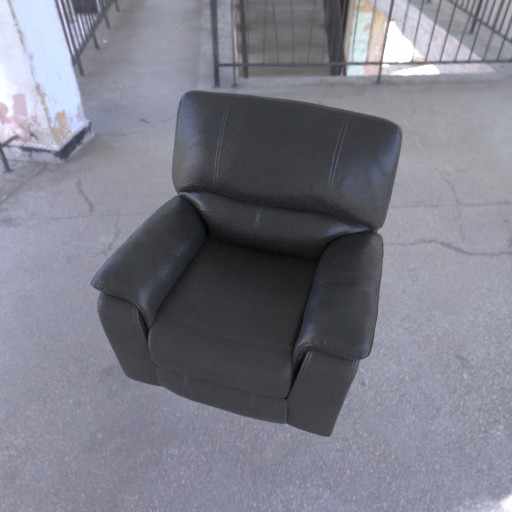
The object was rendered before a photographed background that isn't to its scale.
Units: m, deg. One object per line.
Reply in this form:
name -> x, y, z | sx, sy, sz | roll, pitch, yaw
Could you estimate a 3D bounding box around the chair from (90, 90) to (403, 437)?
chair -> 0.000, 0.000, 1.979 | 1.096, 1.109, 1.087 | 12, 44, 13
